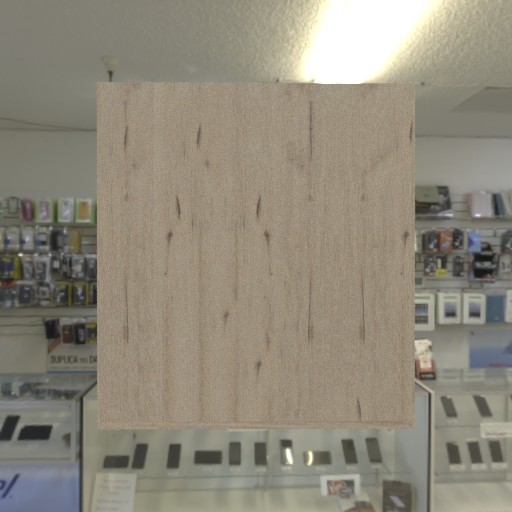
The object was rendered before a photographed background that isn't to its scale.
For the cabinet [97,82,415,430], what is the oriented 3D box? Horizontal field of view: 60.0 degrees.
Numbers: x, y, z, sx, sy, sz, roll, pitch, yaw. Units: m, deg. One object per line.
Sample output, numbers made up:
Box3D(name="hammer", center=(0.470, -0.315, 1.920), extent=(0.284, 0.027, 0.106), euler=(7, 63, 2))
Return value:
Box3D(name="cabinet", center=(0.000, 0.000, 3.119), extent=(2.000, 2.180, 0.660), euler=(0, 0, -1))
